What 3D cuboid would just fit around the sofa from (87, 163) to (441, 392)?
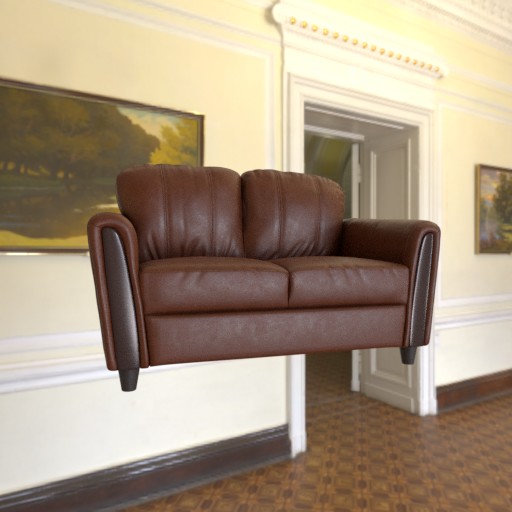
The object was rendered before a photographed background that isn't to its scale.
[{"bbox_3d":[0.000,0.000,2.012,1.406,0.906,0.805,0,0,-19],"label":"sofa"}]
